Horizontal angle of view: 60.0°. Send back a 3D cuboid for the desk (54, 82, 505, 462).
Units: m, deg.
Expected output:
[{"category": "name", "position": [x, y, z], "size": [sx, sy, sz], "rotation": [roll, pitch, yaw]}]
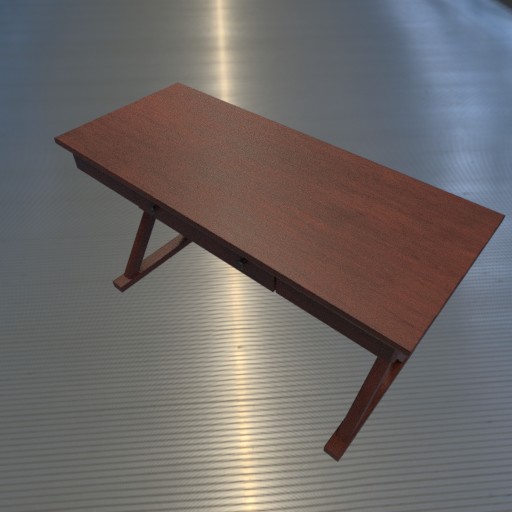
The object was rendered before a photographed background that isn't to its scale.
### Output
[{"category": "desk", "position": [0.000, 0.000, 1.691], "size": [1.372, 0.761, 0.600], "rotation": [31, 53, 27]}]
